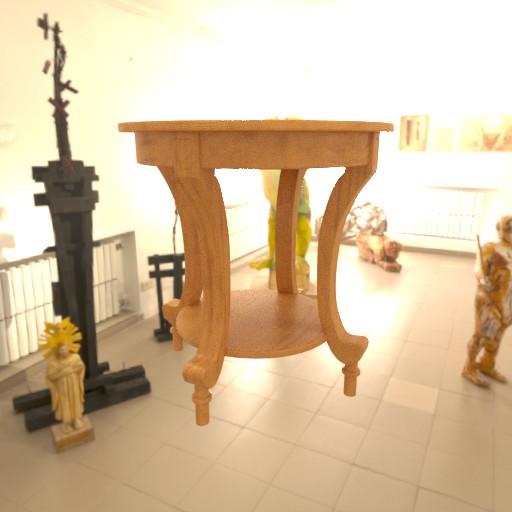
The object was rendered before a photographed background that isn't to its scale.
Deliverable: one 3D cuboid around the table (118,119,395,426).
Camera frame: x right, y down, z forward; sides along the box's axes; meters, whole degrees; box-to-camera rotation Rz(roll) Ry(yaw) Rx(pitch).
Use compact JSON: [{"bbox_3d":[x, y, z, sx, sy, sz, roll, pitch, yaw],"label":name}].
[{"bbox_3d":[0.000,0.000,1.075,0.597,0.612,0.597,0,15,0],"label":"table"}]
